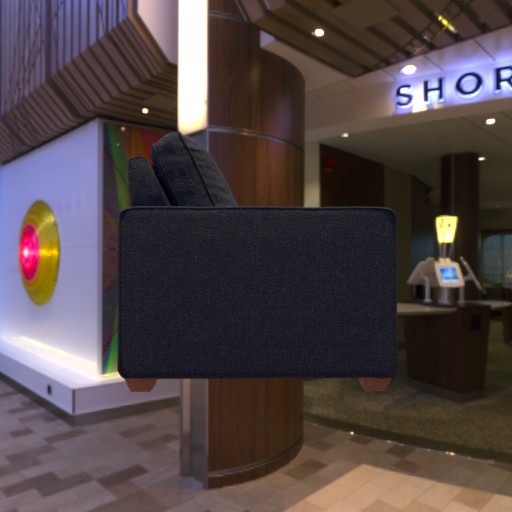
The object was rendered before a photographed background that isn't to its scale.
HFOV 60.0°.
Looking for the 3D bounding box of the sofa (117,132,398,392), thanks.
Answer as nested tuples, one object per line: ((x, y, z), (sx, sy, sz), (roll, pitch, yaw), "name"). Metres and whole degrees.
((0.000, 0.000, 2.285), (0.947, 0.918, 1.709), (0, 0, -1), "sofa")
